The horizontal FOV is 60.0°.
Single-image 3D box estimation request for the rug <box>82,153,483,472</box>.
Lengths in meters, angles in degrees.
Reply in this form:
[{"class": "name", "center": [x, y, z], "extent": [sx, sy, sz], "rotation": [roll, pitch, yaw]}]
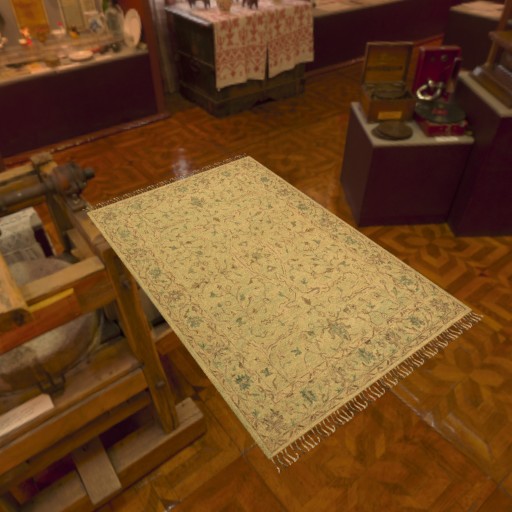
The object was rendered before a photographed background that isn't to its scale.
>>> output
[{"class": "rug", "center": [0.000, 0.000, 2.989], "extent": [1.544, 0.010, 2.435], "rotation": [-25, 47, -26]}]
